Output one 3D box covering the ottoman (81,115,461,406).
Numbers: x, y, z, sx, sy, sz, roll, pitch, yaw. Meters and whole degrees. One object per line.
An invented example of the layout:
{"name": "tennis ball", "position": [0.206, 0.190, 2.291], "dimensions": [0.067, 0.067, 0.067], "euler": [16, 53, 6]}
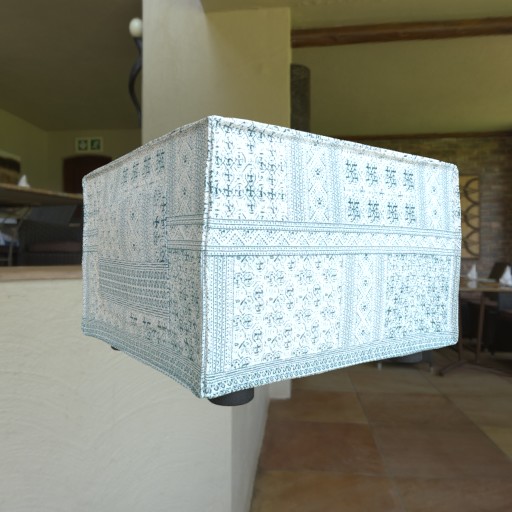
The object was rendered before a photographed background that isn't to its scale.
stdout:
{"name": "ottoman", "position": [0.000, 0.000, 0.994], "dimensions": [0.626, 0.439, 0.617], "euler": [0, 1, -36]}
